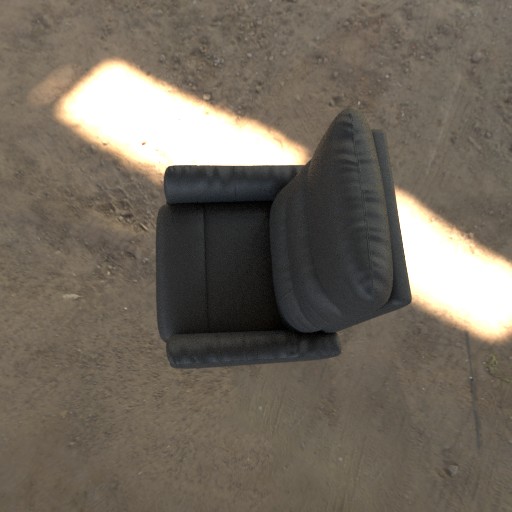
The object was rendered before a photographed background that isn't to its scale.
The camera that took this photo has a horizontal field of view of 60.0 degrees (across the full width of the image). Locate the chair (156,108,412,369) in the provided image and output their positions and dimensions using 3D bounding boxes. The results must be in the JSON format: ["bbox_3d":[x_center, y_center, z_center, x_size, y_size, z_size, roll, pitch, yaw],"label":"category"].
[{"bbox_3d":[0.000,0.000,1.666,0.831,1.082,0.775,-4,75,-1],"label":"chair"}]
